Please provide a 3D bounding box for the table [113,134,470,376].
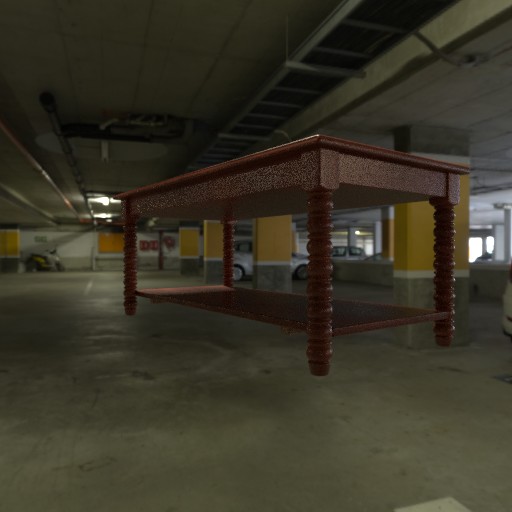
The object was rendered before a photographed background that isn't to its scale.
[{"bbox_3d":[0.000,0.000,1.493,0.580,0.485,1.171,0,1,-37],"label":"table"}]
